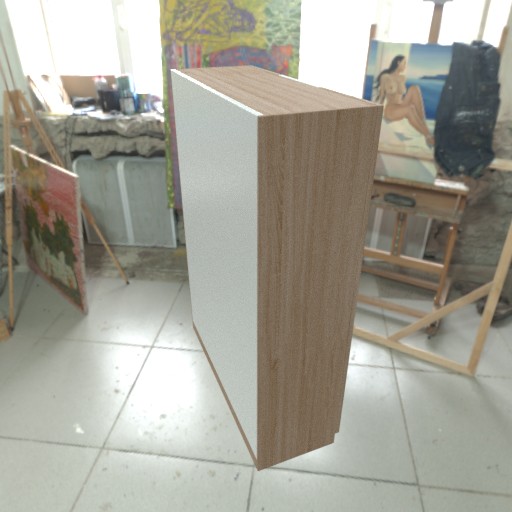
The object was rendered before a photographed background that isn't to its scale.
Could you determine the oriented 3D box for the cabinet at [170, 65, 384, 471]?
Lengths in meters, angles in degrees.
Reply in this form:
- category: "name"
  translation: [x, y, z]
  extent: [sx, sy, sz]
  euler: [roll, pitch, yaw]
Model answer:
- category: "cabinet"
  translation: [0.000, 0.000, 2.888]
  extent: [0.590, 2.120, 1.500]
  euler: [-11, 32, -19]
